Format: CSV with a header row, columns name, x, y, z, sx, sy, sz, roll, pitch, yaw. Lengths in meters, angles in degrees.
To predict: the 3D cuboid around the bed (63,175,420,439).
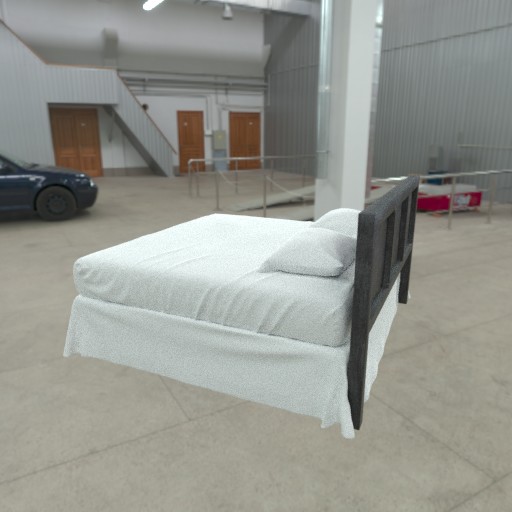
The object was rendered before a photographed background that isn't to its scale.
name,x,y,z,sx,sy,sz,roll,pitch,yaw
bed,0.000,0.000,3.472,2.165,1.158,2.255,7,17,24
